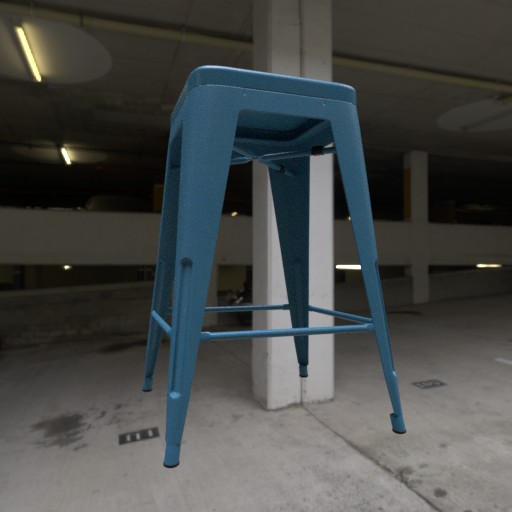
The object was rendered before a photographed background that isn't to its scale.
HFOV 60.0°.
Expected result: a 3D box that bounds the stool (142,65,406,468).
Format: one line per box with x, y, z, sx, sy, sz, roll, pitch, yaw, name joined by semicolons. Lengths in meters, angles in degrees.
0.000;0.000;0.884;0.410;0.608;0.410;0;-1;-19;stool
